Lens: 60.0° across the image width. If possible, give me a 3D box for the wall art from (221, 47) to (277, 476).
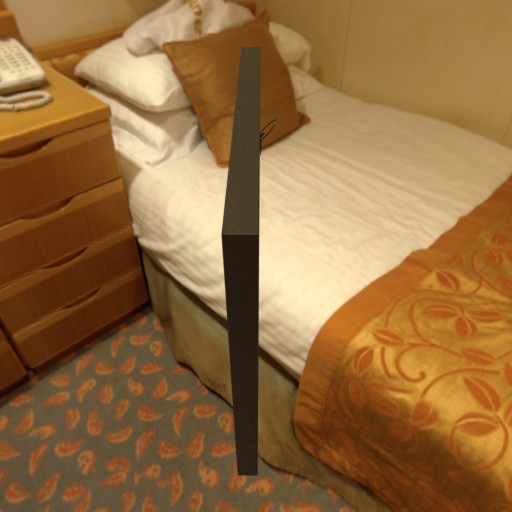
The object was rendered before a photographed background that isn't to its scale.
[{"bbox_3d":[0.000,0.000,0.510,0.038,0.349,0.349,0,42,0],"label":"wall art"}]
